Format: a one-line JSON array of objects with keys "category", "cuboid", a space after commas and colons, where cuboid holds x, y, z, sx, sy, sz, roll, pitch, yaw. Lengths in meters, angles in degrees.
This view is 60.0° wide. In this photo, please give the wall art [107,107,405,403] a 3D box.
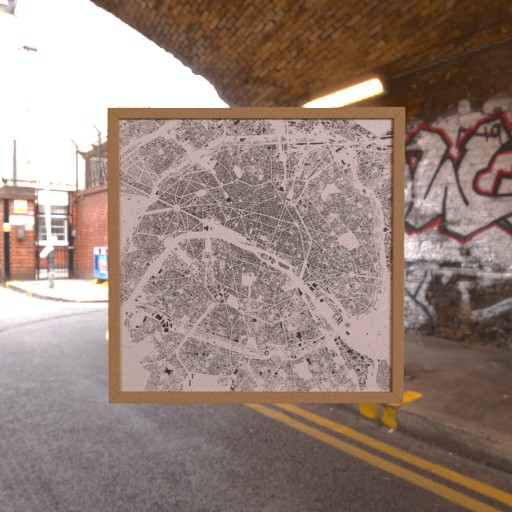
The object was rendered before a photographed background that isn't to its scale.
[{"category": "wall art", "cuboid": [0.000, 0.000, 1.157, 0.761, 0.761, 0.037, 0, 1, 0]}]
